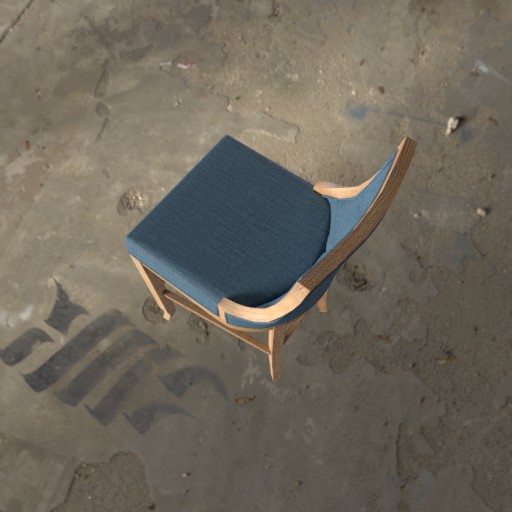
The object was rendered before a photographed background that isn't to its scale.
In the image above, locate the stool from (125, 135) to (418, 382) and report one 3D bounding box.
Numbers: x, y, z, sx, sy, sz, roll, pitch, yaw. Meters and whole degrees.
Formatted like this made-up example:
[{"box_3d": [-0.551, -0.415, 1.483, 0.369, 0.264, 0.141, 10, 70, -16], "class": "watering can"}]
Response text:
[{"box_3d": [0.000, 0.000, 1.462, 0.626, 1.101, 0.524, 33, 68, 15], "class": "stool"}]
